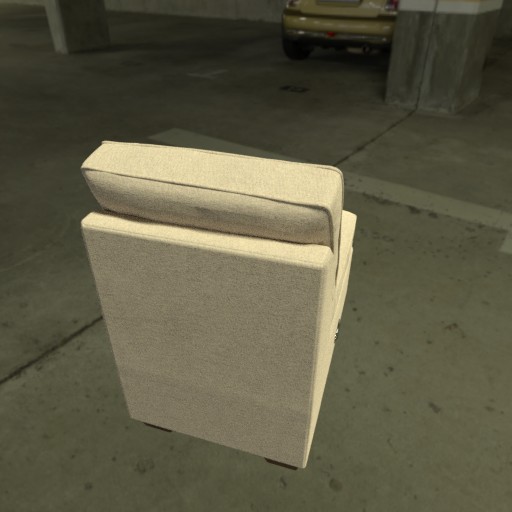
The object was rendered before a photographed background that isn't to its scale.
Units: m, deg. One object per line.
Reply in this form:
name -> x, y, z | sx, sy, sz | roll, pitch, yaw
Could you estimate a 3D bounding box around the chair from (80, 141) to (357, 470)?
chair -> 0.000, 0.000, 1.534 | 0.621, 0.970, 0.938 | 10, 34, 15
